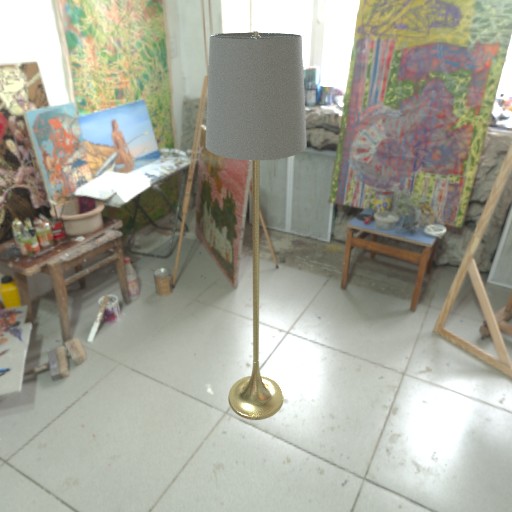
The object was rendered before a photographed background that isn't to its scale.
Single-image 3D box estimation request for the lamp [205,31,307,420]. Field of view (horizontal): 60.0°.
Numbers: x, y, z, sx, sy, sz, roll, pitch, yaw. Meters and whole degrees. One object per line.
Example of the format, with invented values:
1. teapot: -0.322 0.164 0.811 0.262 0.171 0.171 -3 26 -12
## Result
1. lamp: 0.000 0.000 1.702 0.337 1.543 0.337 0 30 0
